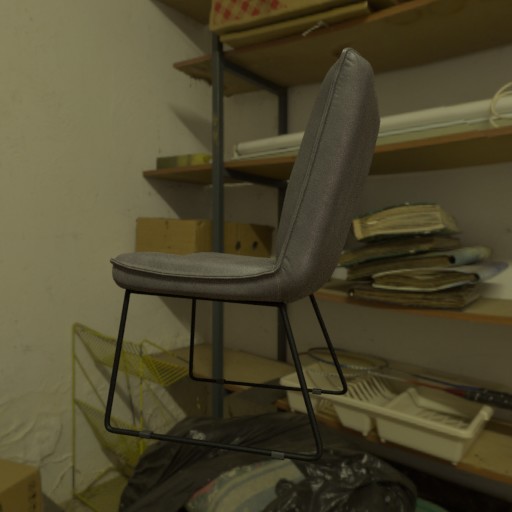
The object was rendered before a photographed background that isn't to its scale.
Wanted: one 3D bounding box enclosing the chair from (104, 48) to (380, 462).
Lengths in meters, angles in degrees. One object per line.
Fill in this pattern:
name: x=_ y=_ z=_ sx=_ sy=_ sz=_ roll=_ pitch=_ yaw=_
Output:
chair: x=0.000 y=0.000 z=1.300 sx=0.688 sy=0.932 sz=0.515 roll=0 pitch=0 yaw=18
